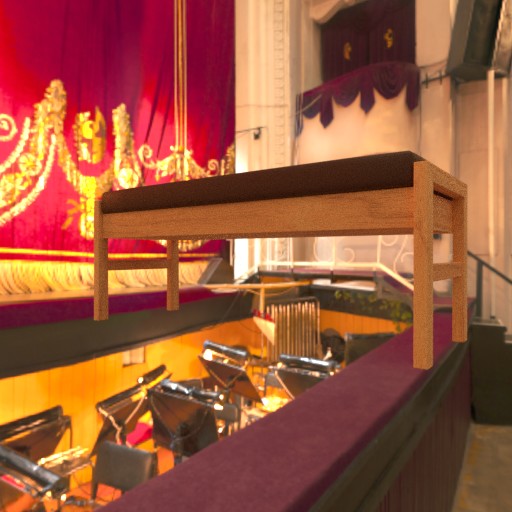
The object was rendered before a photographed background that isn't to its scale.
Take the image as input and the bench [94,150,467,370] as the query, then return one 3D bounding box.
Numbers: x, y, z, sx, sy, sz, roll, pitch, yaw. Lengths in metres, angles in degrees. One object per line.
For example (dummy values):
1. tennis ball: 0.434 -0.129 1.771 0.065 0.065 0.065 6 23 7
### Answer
1. bench: 0.000 0.000 1.457 1.200 0.480 0.405 0 0 36
